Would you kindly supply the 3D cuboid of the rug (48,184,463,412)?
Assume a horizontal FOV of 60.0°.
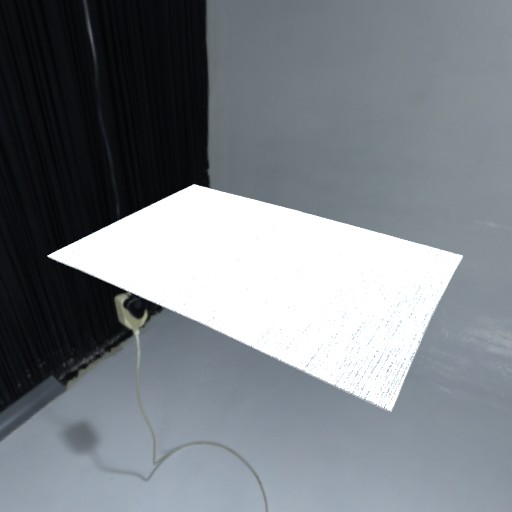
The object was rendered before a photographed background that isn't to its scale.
[{"bbox_3d":[0.000,0.000,2.235,1.773,0.021,1.149,19,36,28],"label":"rug"}]
